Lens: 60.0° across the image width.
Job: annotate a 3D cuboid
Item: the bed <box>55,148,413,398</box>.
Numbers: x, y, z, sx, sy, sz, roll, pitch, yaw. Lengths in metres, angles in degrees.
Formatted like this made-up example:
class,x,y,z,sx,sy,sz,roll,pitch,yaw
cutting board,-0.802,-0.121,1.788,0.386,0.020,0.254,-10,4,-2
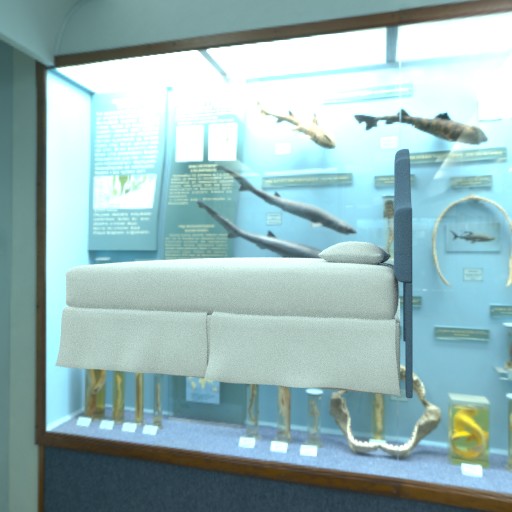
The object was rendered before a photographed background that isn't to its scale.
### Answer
class,x,y,z,sx,sy,sz,roll,pitch,yaw
bed,0.000,0.000,3.796,2.477,1.617,2.039,0,0,18
